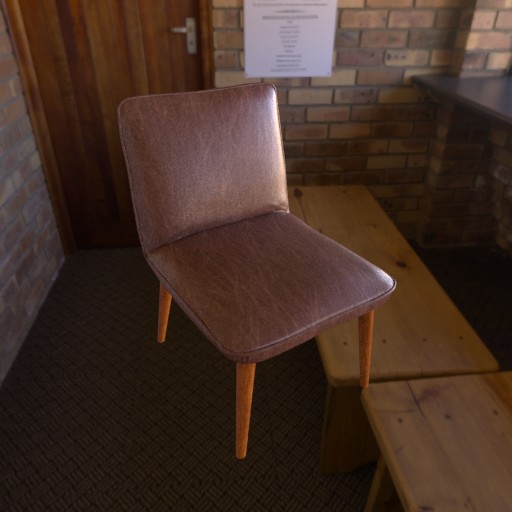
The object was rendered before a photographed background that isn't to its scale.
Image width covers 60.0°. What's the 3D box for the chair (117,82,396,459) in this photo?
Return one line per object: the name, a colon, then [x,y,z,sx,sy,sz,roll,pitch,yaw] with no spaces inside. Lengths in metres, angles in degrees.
chair: [0.000,0.000,1.232,0.543,0.803,0.645,-21,37,-31]
